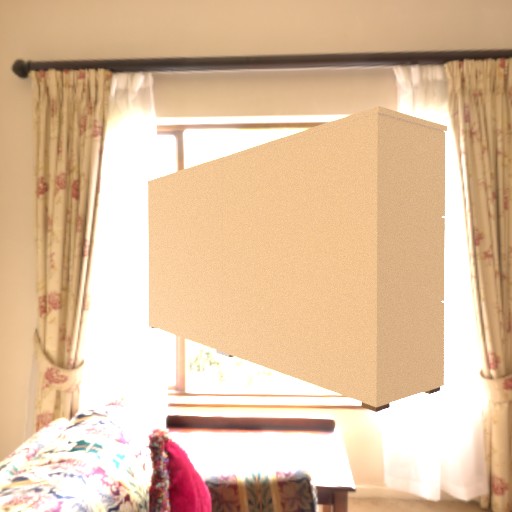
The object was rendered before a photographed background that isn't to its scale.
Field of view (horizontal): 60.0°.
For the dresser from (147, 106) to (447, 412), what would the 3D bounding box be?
[{"bbox_3d":[0.000,0.000,1.862,0.333,0.790,1.535,-1,1,-36],"label":"dresser"}]
